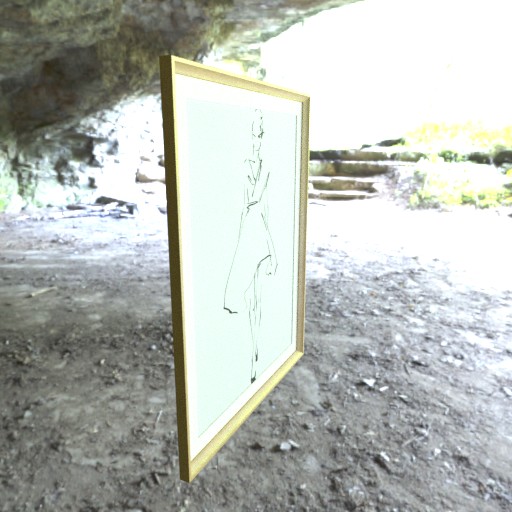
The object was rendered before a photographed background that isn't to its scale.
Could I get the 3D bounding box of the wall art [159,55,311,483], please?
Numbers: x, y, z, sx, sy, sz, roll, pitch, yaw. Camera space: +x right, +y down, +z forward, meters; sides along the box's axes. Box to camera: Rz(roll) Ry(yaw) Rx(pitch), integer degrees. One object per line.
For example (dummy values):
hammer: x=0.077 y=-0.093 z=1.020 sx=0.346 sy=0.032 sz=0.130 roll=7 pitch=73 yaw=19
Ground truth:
wall art: x=0.000 y=0.000 z=1.349 sx=0.030 sy=1.002 sz=0.798 roll=7 pitch=16 yaw=26
